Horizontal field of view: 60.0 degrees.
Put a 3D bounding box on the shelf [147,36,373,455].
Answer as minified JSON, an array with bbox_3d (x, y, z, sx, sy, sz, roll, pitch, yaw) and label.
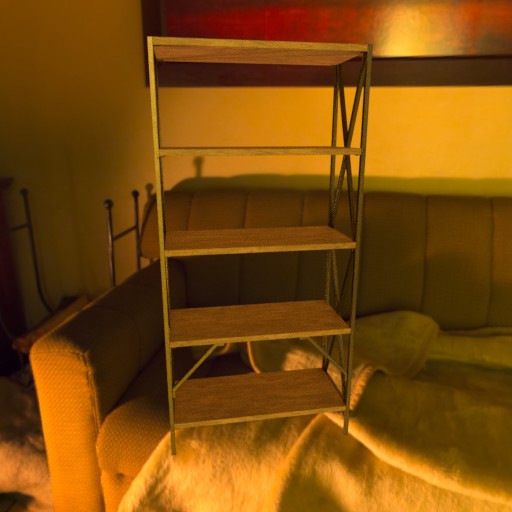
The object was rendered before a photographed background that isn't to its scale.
[{"bbox_3d":[0.000,0.000,2.108,0.874,1.803,0.386,-3,15,-10],"label":"shelf"}]
